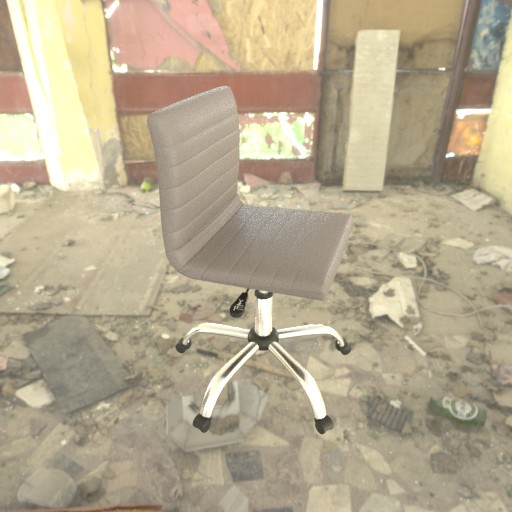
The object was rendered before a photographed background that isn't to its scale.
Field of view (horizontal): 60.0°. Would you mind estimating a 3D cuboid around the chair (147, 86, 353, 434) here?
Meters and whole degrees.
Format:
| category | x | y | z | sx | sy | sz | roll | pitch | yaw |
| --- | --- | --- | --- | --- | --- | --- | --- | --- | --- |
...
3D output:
| category | x | y | z | sx | sy | sz | roll | pitch | yaw |
| --- | --- | --- | --- | --- | --- | --- | --- | --- | --- |
| chair | 0.000 | 0.000 | 1.158 | 0.530 | 0.780 | 0.556 | 10 | 31 | 17 |
